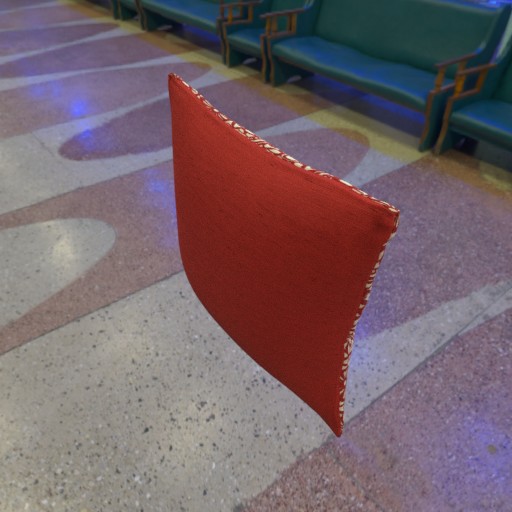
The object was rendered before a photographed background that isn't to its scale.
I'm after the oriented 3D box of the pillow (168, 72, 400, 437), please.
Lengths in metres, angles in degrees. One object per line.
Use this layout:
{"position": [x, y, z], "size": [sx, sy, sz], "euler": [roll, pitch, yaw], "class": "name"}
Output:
{"position": [0.000, 0.000, 0.666], "size": [0.162, 0.419, 0.438], "euler": [-26, 48, -26], "class": "pillow"}
